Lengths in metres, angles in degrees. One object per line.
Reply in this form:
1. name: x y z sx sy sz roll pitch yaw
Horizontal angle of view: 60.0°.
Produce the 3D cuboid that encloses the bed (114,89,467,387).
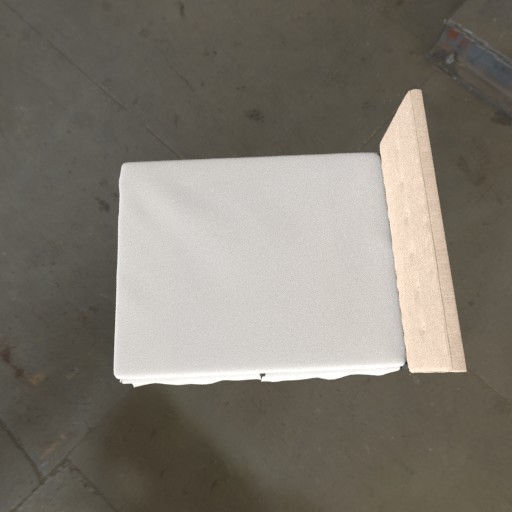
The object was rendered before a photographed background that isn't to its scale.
1. bed: 0.000 0.000 2.945 1.978 1.270 1.643 -2 75 -1
